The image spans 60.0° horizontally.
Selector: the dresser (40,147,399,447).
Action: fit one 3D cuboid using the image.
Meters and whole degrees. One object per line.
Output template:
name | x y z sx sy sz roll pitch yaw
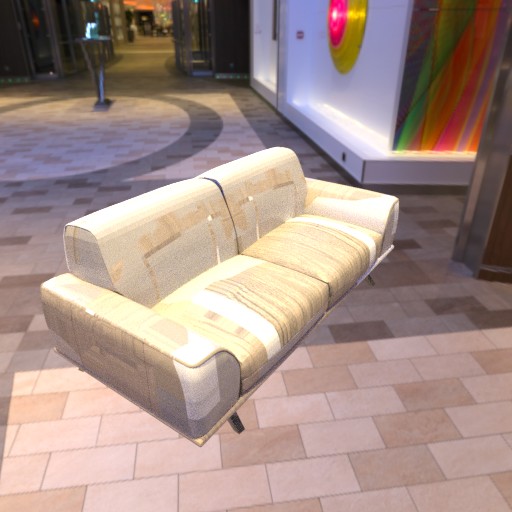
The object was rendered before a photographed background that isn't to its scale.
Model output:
dresser | 0.000 0.000 5.756 2.251 1.863 4.679 18 33 31
